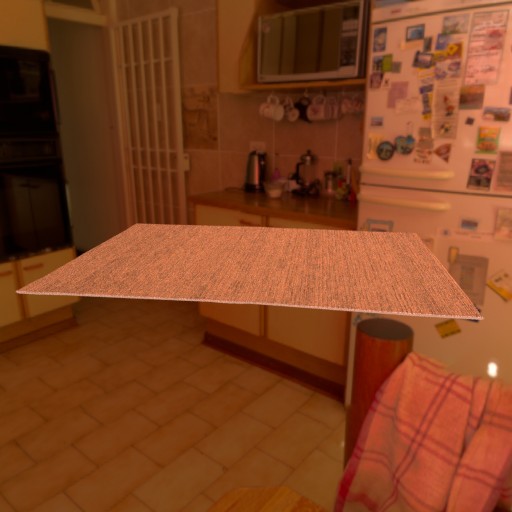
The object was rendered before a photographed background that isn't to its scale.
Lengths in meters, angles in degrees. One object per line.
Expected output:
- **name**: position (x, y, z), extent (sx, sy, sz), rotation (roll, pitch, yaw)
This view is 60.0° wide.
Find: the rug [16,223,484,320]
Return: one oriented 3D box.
- **rug**: position (0.000, 0.000, 2.927), extent (2.338, 0.030, 1.616), rotation (2, 17, 8)
